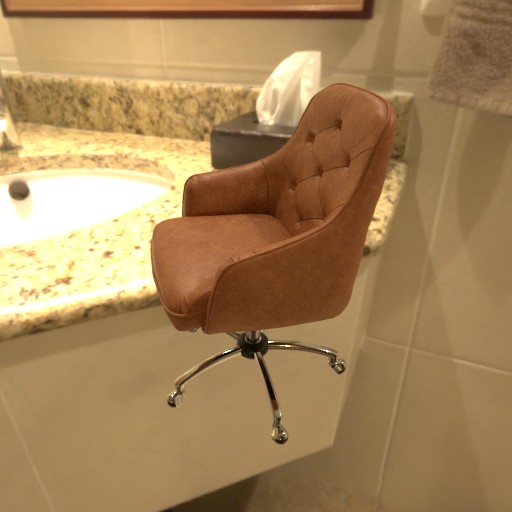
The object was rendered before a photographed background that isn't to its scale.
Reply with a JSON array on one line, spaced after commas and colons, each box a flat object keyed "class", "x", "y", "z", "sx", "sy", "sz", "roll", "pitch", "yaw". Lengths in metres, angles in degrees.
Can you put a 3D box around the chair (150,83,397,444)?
[{"class": "chair", "x": 0.000, "y": 0.000, "z": 1.301, "sx": 0.615, "sy": 0.909, "sz": 0.628, "roll": -7, "pitch": 31, "yaw": -13}]
